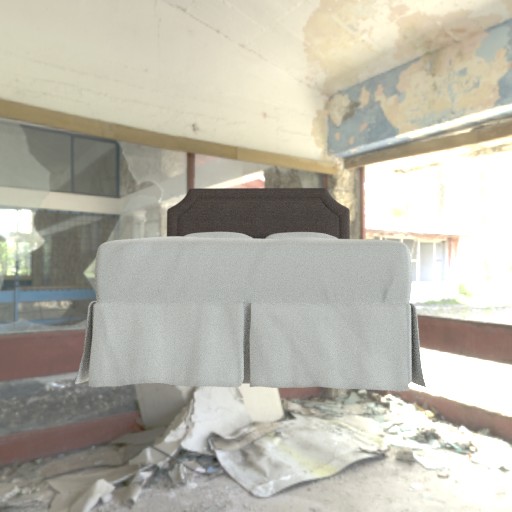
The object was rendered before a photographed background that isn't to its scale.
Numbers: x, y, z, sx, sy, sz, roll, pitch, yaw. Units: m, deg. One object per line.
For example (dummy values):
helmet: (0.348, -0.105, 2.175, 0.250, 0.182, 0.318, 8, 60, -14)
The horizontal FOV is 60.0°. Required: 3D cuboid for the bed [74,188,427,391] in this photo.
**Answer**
bed: (0.000, 0.000, 3.073, 1.693, 1.290, 2.116, 0, -1, 1)
